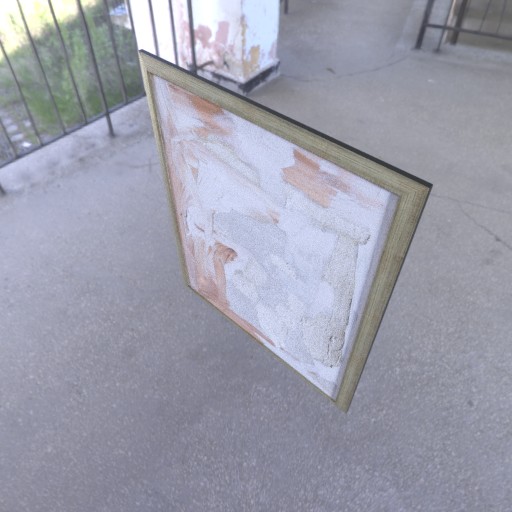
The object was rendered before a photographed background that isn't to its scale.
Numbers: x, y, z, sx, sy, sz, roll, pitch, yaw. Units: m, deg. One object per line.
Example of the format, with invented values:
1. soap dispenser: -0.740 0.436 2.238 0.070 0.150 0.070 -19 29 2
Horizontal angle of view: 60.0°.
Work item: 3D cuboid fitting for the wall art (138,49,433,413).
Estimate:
1. wall art: 0.000 0.000 0.896 0.559 0.660 0.018 34 56 27
